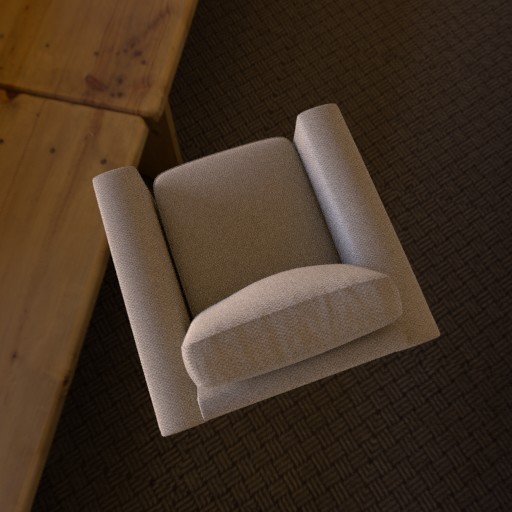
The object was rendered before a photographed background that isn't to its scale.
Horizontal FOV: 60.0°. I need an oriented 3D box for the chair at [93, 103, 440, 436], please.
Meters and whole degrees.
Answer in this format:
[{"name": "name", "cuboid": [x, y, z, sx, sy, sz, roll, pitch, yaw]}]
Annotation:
[{"name": "chair", "cuboid": [0.000, 0.000, 1.717, 1.005, 0.873, 1.016, -19, 76, -5]}]
